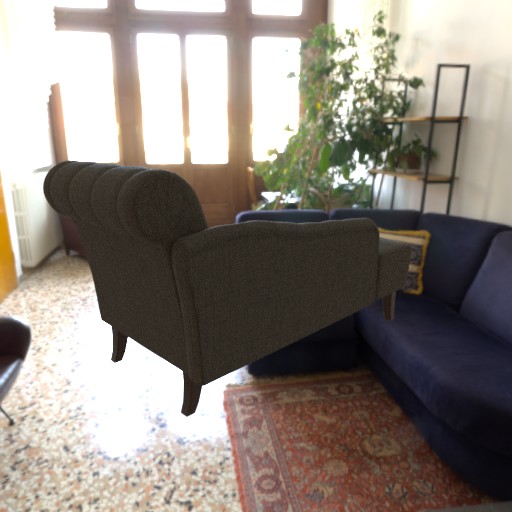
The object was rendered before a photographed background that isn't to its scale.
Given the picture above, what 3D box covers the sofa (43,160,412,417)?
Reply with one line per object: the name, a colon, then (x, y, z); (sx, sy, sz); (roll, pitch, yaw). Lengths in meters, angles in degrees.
sofa: (0.000, 0.000, 1.795); (1.379, 0.787, 0.675); (-15, 21, -42)
